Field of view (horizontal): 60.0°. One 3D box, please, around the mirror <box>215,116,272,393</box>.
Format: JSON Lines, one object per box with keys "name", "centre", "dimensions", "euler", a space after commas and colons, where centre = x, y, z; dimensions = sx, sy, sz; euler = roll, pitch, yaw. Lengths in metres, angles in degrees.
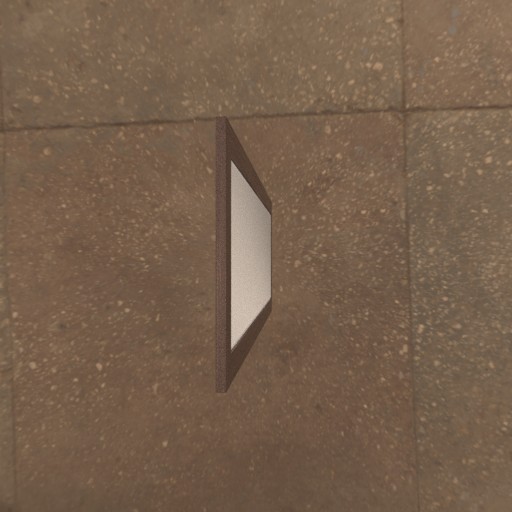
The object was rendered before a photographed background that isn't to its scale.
{"name": "mirror", "centre": [0.000, 0.000, 2.310], "dimensions": [0.221, 2.020, 0.812], "euler": [0, 90, 0]}
